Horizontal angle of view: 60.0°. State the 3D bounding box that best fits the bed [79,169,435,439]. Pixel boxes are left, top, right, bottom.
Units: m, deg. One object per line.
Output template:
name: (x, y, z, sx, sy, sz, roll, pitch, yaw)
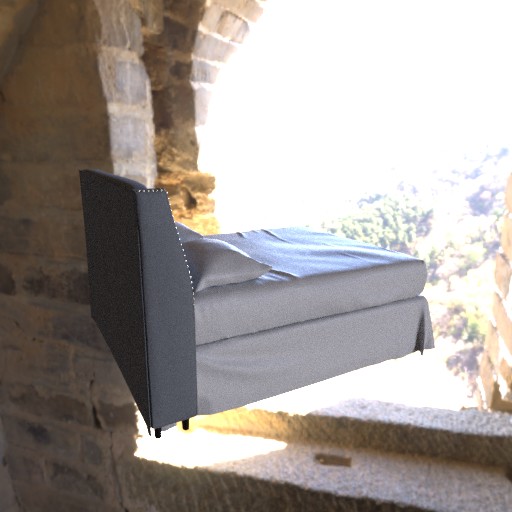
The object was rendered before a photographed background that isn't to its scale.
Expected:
bed: (0.000, 0.000, 3.458, 2.276, 1.332, 1.925, -8, 16, -27)
